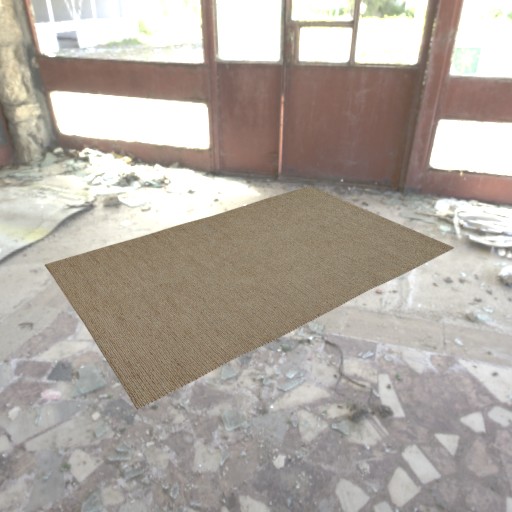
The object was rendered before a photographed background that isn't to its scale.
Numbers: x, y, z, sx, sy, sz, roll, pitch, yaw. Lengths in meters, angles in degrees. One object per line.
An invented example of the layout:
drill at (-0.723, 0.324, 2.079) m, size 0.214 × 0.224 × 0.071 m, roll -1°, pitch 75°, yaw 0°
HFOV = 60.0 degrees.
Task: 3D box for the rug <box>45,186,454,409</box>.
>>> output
rug at (0.000, 0.000, 3.102) m, size 2.439 × 0.011 × 1.533 m, roll -21°, pitch 36°, yaw -31°
